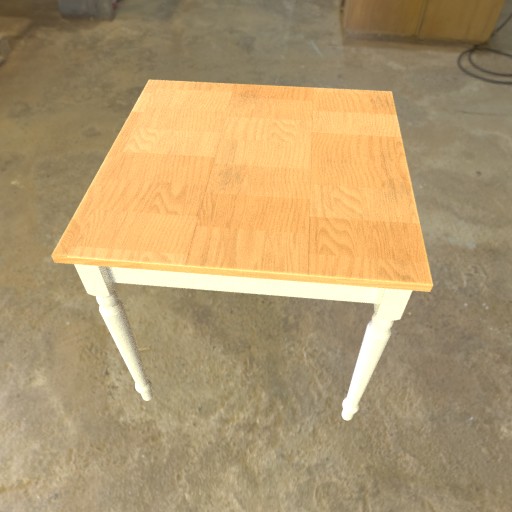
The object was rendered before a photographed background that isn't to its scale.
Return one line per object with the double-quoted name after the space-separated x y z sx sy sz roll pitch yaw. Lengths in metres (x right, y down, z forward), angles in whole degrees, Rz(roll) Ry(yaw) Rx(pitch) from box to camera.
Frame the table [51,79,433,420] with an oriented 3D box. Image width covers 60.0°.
0.000 0.000 1.381 0.747 0.738 0.747 4 48 4 "table"
